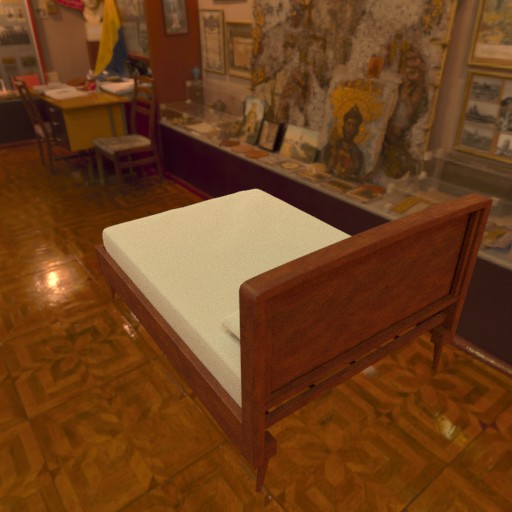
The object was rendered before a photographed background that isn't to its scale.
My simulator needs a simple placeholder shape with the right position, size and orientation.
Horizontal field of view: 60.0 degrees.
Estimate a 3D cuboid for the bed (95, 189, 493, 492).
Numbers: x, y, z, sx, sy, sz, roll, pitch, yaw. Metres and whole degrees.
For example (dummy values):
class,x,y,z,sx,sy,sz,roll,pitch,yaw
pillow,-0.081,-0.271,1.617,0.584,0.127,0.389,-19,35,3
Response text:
class,x,y,z,sx,sy,sz,roll,pitch,yaw
bed,0.000,0.000,3.068,1.587,1.275,2.196,-20,35,-30
